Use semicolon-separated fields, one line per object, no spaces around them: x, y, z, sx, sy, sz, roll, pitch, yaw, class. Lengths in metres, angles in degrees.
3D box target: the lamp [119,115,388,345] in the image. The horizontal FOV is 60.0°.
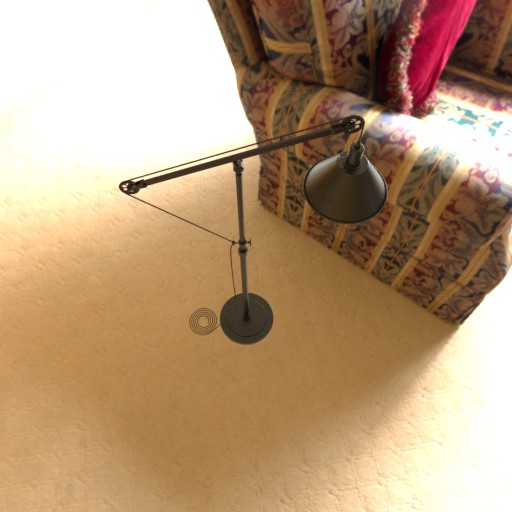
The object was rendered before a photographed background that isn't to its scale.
0.000;0.000;1.940;0.904;1.626;0.319;-3;62;-1;lamp
